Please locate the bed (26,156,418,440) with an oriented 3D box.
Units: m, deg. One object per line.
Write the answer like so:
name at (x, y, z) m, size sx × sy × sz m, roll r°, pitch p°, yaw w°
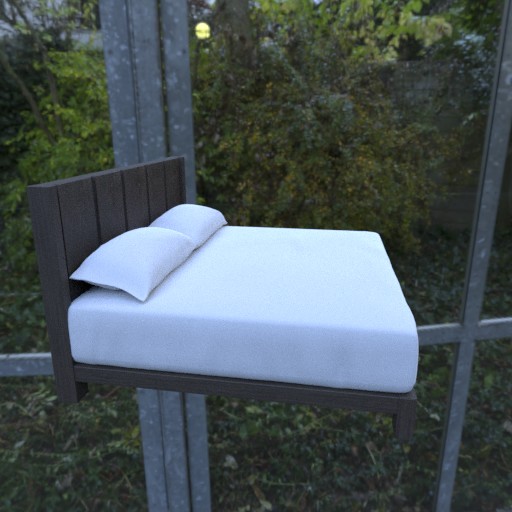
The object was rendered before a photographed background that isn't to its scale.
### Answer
bed at (0.000, 0.000, 3.284) m, size 2.012 × 1.270 × 2.134 m, roll 3°, pitch 17°, yaw 9°
